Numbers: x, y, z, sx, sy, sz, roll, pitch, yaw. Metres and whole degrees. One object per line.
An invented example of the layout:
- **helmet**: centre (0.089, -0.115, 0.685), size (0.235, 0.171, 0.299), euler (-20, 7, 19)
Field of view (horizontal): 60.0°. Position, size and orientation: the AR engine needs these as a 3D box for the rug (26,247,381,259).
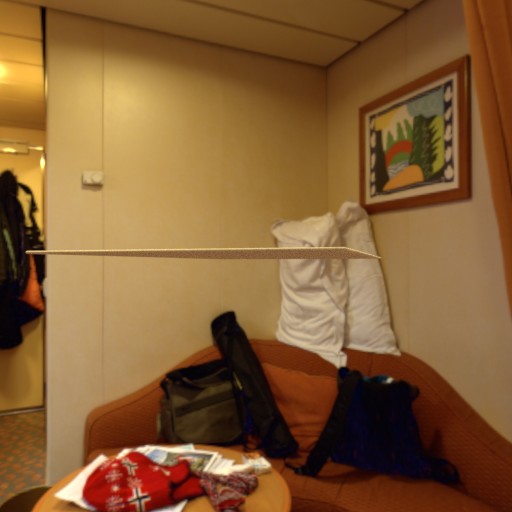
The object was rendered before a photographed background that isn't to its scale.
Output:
- **rug**: centre (0.000, 0.000, 3.032), size (1.531, 0.014, 2.441), euler (0, -1, 19)
